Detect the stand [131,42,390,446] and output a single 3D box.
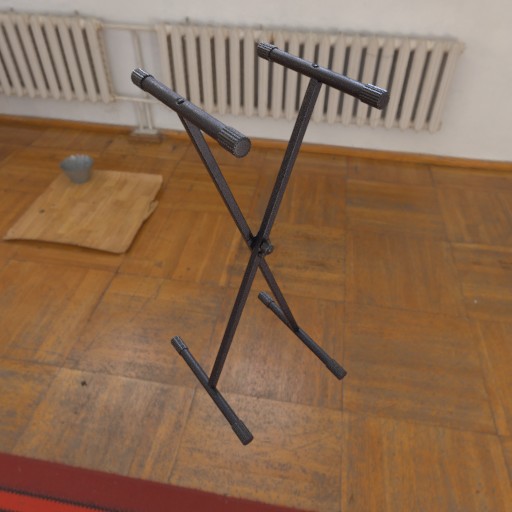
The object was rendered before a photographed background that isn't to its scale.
[{"bbox_3d":[0.000,0.000,1.196,0.409,0.940,0.449,-25,47,-26],"label":"stand"}]
